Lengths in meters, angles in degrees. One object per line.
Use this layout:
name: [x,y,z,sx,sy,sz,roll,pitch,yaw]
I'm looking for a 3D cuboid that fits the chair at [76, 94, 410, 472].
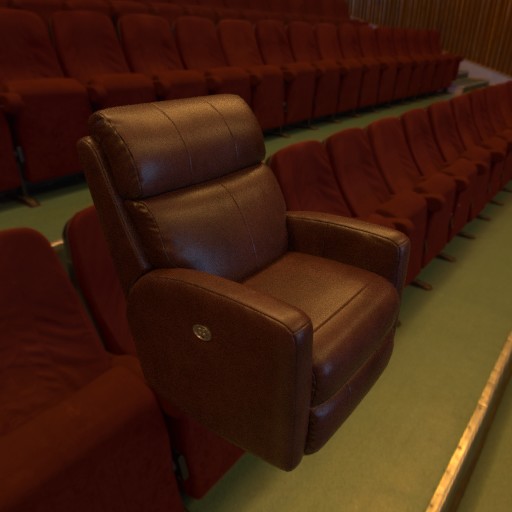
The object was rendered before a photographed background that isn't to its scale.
chair: [0.000,0.000,1.594,0.939,1.016,0.787,19,31,34]
